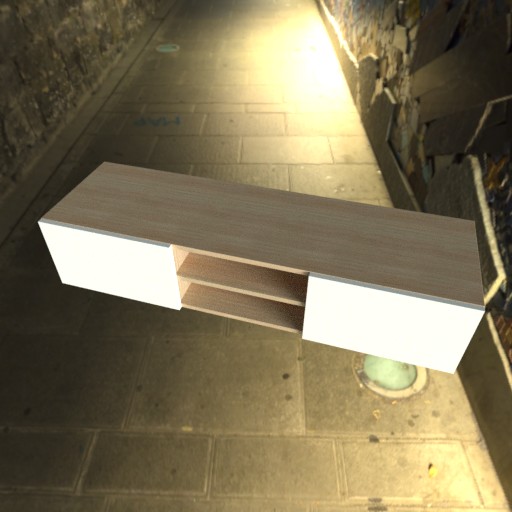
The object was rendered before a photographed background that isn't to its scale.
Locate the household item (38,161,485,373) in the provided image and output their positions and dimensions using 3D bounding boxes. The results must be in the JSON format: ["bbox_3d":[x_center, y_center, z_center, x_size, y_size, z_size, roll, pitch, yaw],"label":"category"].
[{"bbox_3d":[0.000,0.000,1.584,1.400,0.310,0.420,11,42,12],"label":"household item"}]
